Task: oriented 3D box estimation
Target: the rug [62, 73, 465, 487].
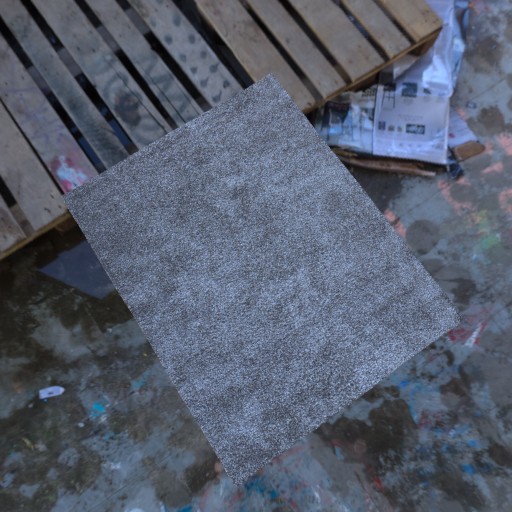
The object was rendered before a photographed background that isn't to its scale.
[{"bbox_3d":[0.000,0.000,4.024,2.401,0.025,3.000,-33,78,-8],"label":"rug"}]
